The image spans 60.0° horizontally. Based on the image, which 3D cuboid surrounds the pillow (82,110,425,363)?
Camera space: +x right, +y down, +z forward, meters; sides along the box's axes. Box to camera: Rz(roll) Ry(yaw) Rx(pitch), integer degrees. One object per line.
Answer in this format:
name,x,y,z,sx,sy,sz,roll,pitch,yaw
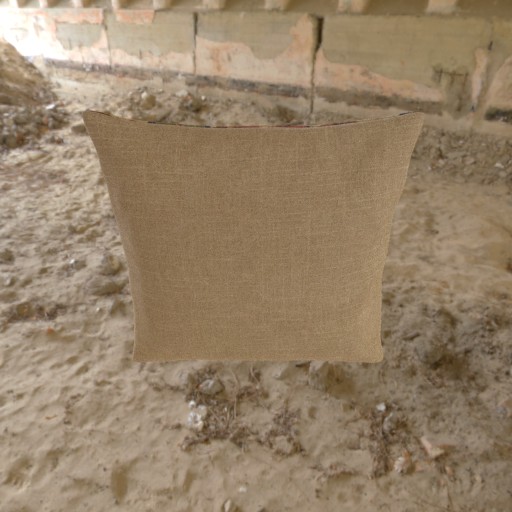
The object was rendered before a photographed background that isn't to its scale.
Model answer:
pillow,0.000,0.000,0.793,0.523,0.506,0.166,0,29,0
